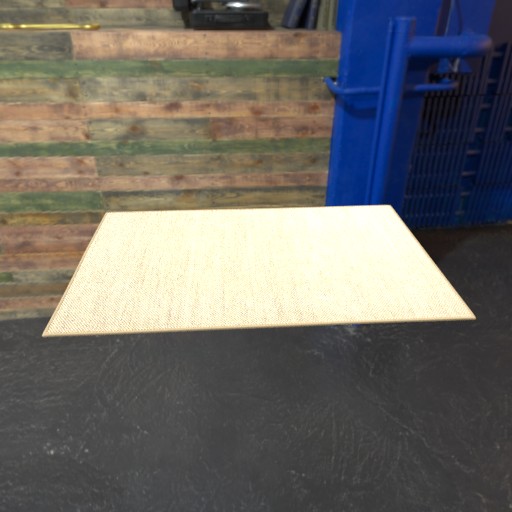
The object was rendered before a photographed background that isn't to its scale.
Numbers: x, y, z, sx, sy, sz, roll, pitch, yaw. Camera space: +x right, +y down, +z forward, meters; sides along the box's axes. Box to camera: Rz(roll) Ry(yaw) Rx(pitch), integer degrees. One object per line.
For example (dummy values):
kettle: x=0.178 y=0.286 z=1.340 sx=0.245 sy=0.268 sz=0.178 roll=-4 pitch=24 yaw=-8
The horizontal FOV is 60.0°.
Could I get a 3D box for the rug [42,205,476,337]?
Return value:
rug: x=0.000 y=0.000 z=2.140 sx=1.667 sy=0.013 sz=1.062 roll=-2 pitch=31 yaw=-3
